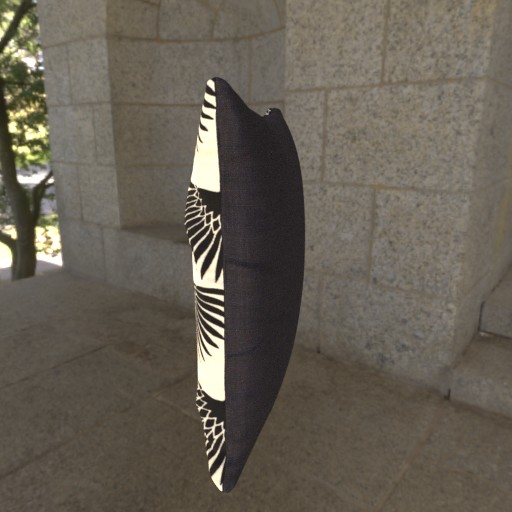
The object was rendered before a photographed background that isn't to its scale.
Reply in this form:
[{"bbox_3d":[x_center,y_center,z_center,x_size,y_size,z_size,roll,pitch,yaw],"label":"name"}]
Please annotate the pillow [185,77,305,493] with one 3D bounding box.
[{"bbox_3d":[0.000,0.000,0.640,0.139,0.432,0.432,2,15,9],"label":"pillow"}]
